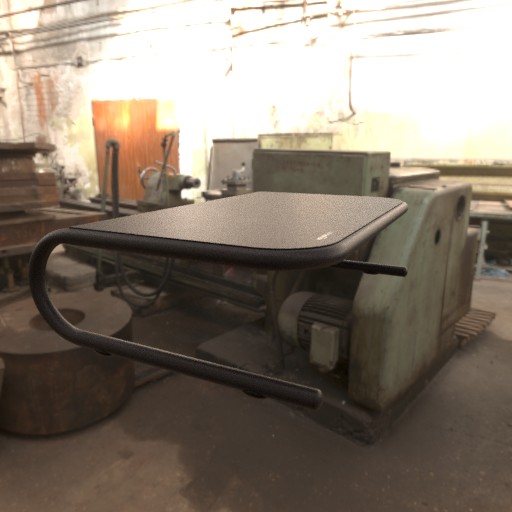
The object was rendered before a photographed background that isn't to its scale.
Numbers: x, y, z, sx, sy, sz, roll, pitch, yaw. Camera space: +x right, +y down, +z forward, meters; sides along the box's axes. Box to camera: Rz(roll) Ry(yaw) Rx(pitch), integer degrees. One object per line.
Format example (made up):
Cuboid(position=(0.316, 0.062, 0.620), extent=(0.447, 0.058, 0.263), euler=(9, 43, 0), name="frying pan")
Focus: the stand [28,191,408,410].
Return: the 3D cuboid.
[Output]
Cuboid(position=(0.000, 0.000, 0.498), extent=(0.280, 0.108, 0.370), euler=(7, 15, 26), name="stand")
